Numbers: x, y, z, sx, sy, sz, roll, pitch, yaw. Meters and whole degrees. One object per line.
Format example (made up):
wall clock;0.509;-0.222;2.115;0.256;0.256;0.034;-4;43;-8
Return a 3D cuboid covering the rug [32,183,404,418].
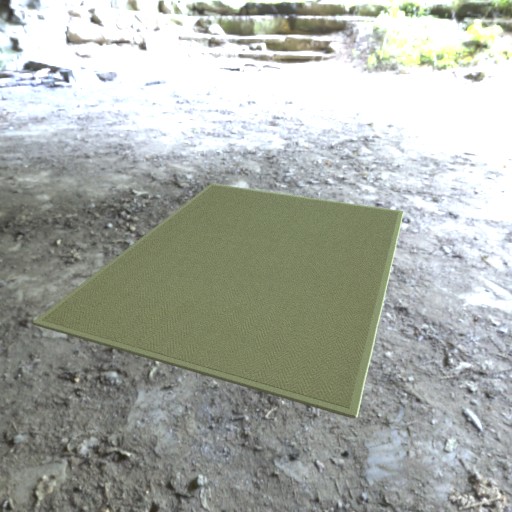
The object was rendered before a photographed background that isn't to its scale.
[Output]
rug;0.000;0.000;4.140;2.407;0.020;3.051;11;32;18
